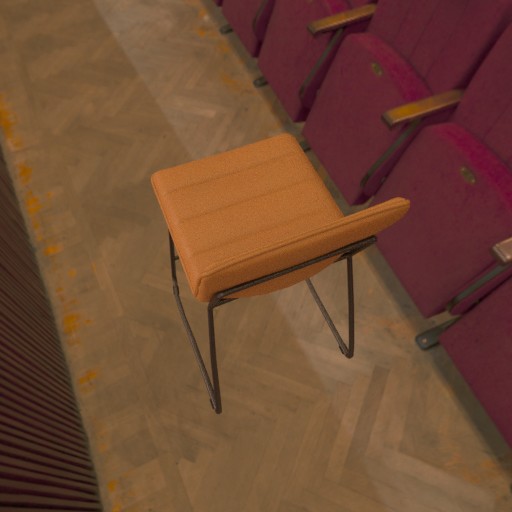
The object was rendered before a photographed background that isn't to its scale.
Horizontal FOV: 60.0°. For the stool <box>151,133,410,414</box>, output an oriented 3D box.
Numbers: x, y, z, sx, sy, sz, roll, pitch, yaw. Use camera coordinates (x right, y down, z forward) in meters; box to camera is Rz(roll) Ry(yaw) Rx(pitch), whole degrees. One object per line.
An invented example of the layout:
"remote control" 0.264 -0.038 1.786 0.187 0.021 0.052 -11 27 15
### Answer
"stool" 0.000 0.000 1.199 0.489 0.866 0.524 -20 61 -11
